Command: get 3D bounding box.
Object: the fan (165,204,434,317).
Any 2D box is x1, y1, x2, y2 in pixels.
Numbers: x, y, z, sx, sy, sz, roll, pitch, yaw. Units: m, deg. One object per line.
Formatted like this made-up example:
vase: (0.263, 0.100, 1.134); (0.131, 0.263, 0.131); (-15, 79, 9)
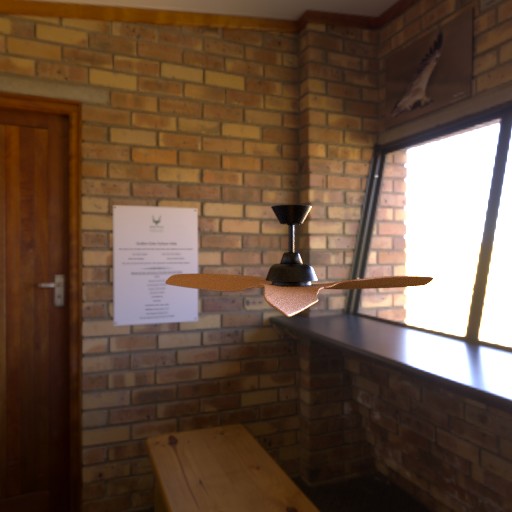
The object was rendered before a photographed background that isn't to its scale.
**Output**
fan: (0.000, 0.000, 1.678); (1.010, 0.355, 1.142); (0, 1, 36)
